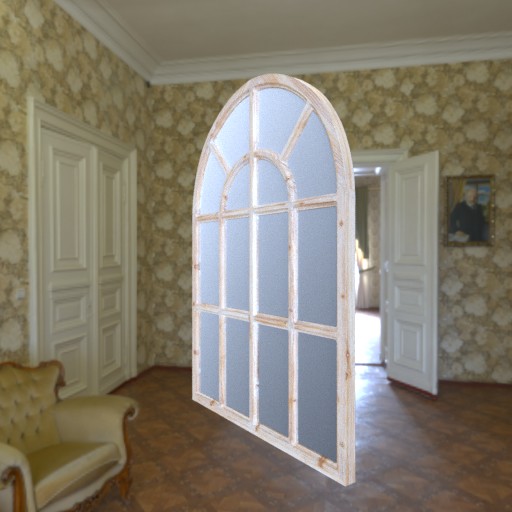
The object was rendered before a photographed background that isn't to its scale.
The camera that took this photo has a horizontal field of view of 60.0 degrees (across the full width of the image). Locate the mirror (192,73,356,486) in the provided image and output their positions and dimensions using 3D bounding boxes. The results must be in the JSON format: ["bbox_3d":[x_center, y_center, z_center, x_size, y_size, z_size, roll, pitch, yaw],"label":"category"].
[{"bbox_3d":[0.000,0.000,1.163,0.032,0.920,0.660,0,0,-35],"label":"mirror"}]
